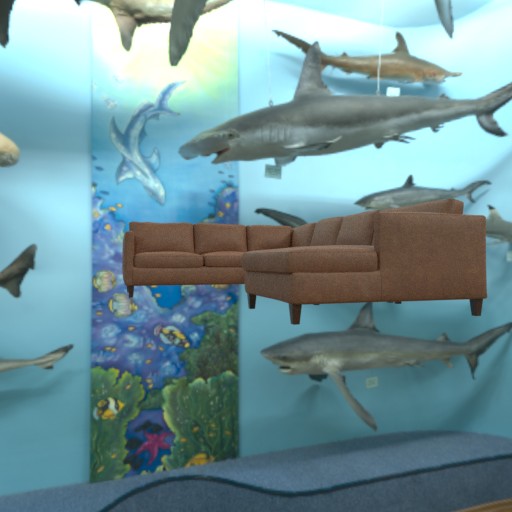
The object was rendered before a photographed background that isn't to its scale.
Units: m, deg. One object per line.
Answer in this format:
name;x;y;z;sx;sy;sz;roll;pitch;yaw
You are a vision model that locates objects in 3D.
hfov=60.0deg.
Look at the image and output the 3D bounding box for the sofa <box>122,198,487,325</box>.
sofa;0.000;0.000;4.541;2.593;0.923;3.460;0;-1;-17
